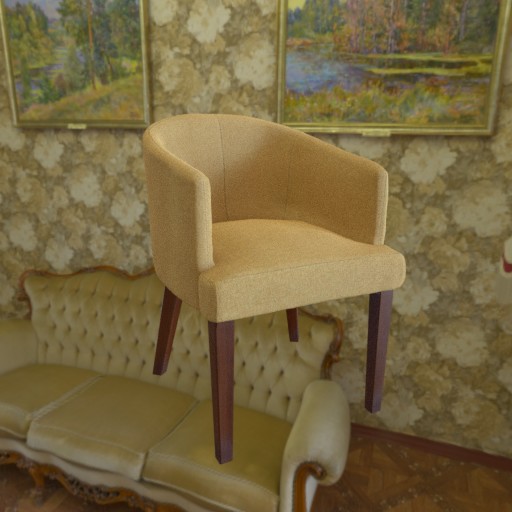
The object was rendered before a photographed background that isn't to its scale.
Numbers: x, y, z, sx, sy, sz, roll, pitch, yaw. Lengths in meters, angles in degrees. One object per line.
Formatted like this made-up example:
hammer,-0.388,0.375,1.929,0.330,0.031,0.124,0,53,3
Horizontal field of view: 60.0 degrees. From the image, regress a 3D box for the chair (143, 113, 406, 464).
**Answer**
chair,0.000,0.000,1.288,0.583,0.811,0.655,-8,17,-26
